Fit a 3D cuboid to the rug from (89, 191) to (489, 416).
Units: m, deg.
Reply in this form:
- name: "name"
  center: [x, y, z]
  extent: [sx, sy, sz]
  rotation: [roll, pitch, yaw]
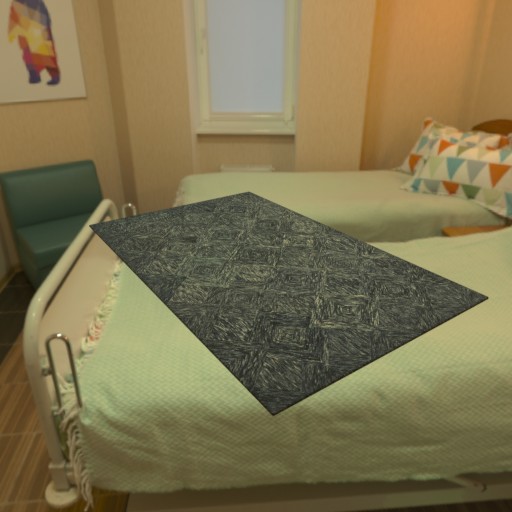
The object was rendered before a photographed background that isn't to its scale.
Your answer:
- name: "rug"
  center: [0.000, 0.000, 2.899]
  extent: [1.478, 0.017, 2.330]
  rotation: [-17, 30, -31]
